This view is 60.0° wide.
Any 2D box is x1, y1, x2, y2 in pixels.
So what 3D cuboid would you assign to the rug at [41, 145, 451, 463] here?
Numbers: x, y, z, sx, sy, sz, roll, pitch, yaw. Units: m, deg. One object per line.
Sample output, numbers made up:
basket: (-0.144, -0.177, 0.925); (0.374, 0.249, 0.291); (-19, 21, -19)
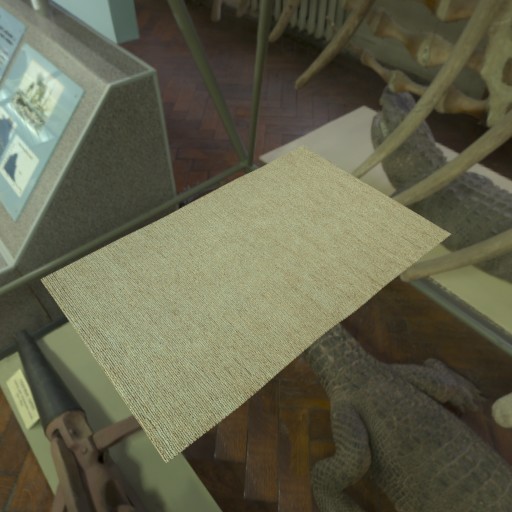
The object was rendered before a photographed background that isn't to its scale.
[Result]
rug: (0.000, 0.000, 3.074); (2.439, 0.011, 1.533); (-32, 55, -26)
